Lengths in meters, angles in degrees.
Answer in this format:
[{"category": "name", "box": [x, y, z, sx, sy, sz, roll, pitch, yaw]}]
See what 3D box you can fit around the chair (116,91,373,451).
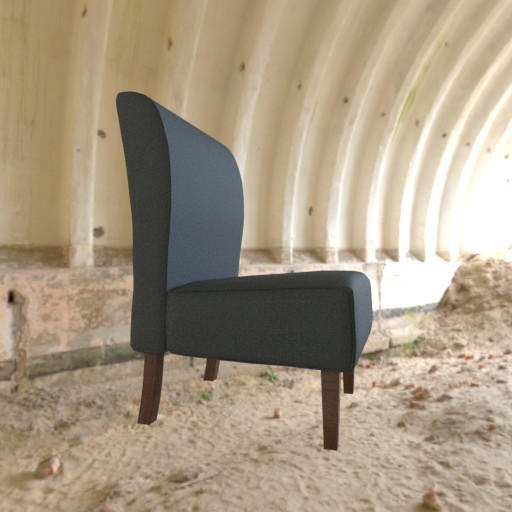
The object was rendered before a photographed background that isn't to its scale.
[{"category": "chair", "box": [0.000, 0.000, 1.192, 0.592, 0.804, 0.513, 0, 0, 17]}]
